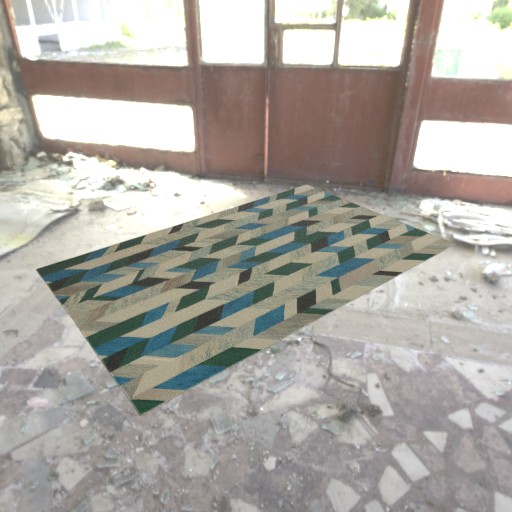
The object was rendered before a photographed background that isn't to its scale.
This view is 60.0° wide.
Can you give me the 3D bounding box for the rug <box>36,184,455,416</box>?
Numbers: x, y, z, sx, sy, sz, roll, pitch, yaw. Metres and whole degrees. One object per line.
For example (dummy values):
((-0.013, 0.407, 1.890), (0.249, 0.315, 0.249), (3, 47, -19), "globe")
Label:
((0.000, 0.000, 3.002), (2.433, 0.007, 1.507), (-22, 36, -33), "rug")
